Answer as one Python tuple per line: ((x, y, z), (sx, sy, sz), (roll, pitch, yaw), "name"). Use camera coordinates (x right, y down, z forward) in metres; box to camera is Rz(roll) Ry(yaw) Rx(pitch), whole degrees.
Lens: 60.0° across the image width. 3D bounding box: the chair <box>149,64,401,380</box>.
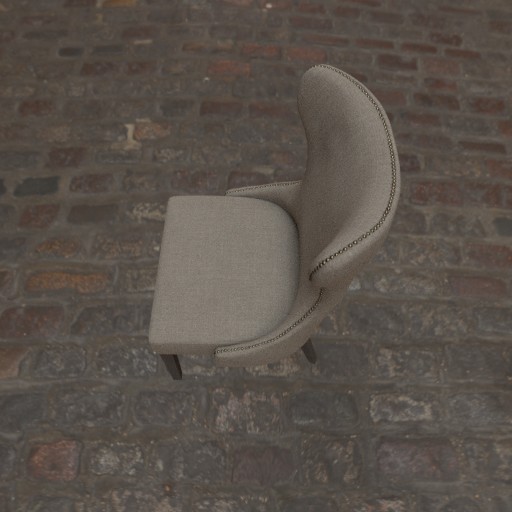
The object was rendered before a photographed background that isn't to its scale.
((0.000, 0.000, 1.382), (0.635, 0.967, 0.628), (1, 59, 0), "chair")
